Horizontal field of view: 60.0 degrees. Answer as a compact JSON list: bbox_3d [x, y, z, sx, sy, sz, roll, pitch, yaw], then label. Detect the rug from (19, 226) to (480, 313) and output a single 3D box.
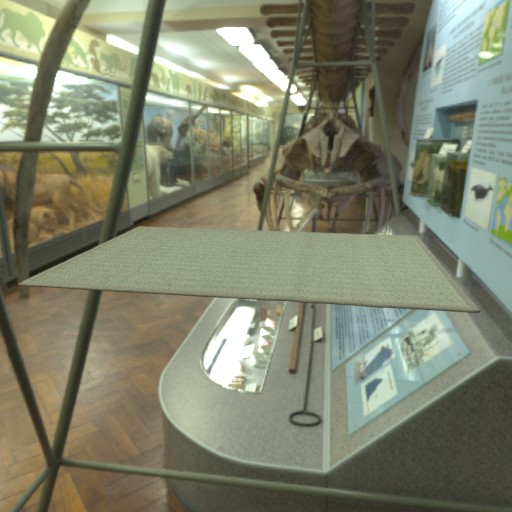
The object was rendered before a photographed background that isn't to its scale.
[{"bbox_3d":[0.000,0.000,2.883,2.290,0.021,1.540,3,15,9],"label":"rug"}]
